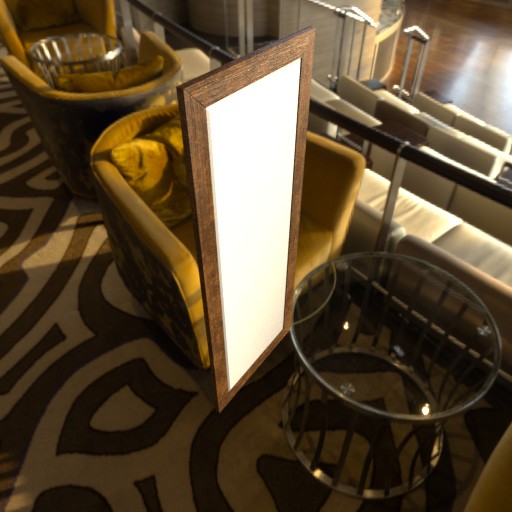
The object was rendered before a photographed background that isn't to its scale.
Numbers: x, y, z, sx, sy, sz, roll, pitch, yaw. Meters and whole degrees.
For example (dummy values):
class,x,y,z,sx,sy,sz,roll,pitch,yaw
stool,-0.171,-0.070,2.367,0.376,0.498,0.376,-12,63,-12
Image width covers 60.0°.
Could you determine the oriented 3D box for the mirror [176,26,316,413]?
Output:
class,x,y,z,sx,sy,sz,roll,pitch,yaw
mirror,0.000,0.000,2.318,0.032,2.031,0.812,26,49,26
